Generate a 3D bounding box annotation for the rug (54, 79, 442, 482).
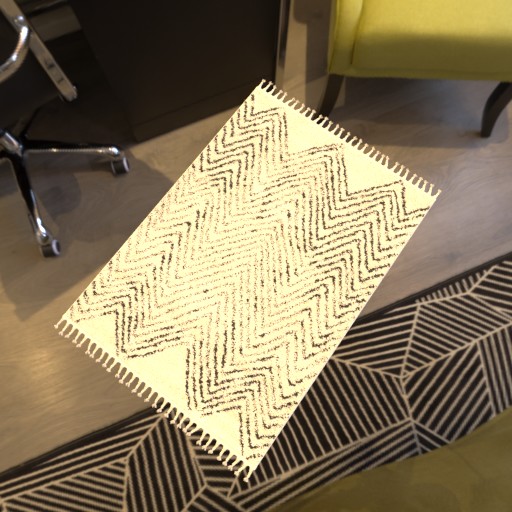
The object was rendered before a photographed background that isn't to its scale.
[{"bbox_3d":[0.000,0.000,2.353,1.230,0.014,1.847,35,78,9],"label":"rug"}]
